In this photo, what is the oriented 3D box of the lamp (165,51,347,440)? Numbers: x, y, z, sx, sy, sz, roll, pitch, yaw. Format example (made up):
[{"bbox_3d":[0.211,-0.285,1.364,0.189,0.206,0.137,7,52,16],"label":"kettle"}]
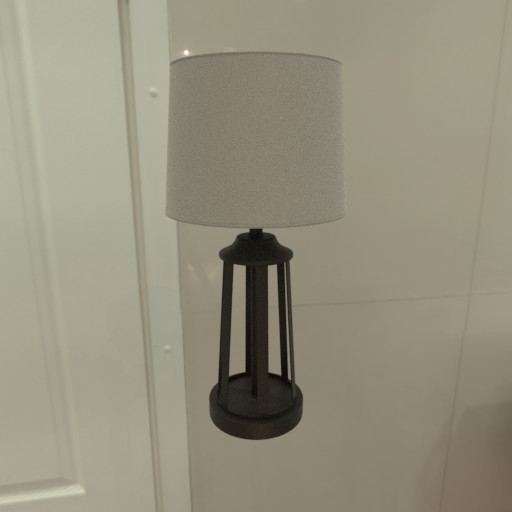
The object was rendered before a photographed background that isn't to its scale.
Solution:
[{"bbox_3d":[0.000,0.000,0.642,0.251,0.509,0.251,0,15,0],"label":"lamp"}]
